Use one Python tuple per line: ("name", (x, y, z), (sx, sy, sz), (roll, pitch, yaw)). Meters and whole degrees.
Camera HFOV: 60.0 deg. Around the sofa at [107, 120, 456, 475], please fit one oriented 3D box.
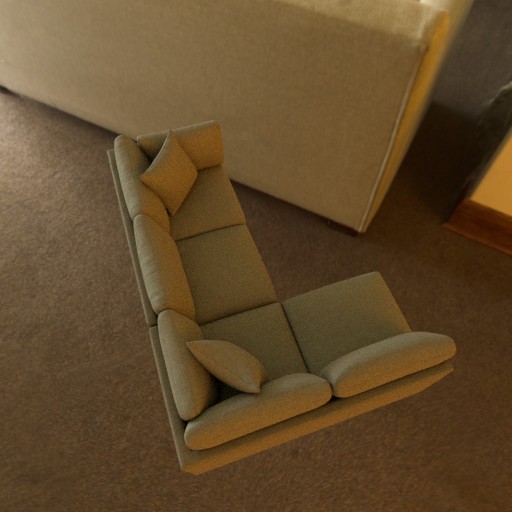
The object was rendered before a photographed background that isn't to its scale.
("sofa", (0.000, 0.000, 3.814), (1.994, 0.978, 2.896), (-16, 61, -10))
